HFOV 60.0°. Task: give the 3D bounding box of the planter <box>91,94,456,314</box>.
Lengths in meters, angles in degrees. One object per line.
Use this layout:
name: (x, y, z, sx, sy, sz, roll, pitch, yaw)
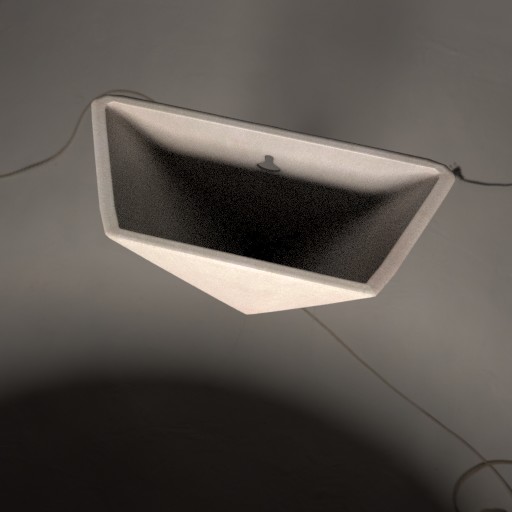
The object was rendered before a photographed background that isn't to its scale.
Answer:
planter: (0.000, 0.000, 0.267, 0.150, 0.197, 0.060, 13, 76, 3)
